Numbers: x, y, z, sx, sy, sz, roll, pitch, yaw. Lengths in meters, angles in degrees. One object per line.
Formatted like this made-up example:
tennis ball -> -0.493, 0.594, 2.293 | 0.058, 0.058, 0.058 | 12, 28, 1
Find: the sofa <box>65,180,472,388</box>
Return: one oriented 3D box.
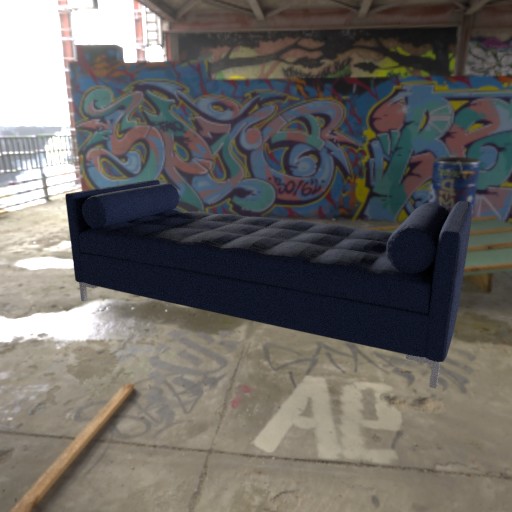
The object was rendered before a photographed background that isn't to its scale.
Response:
sofa -> 0.000, 0.000, 2.476 | 2.102, 0.657, 0.797 | 8, 18, 26
